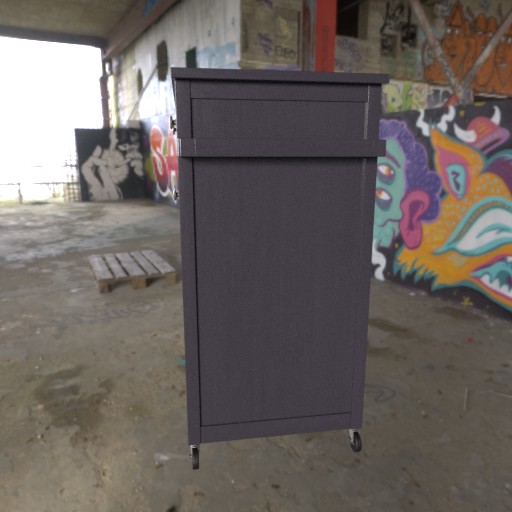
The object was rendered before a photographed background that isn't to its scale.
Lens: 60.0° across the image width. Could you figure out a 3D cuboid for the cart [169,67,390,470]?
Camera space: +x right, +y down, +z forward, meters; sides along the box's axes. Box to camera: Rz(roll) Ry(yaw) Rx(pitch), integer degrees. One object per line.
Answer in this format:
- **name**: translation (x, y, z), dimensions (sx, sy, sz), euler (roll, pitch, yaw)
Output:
- **cart**: translation (0.000, 0.000, 1.262), dimensions (0.449, 0.878, 0.690), euler (-2, 13, -9)
